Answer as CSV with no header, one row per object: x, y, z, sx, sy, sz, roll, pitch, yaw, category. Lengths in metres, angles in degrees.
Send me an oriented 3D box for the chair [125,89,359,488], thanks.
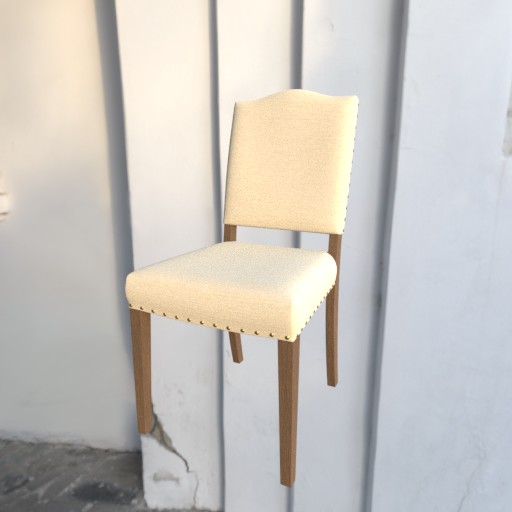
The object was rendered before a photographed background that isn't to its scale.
0.000,0.000,1.358,0.508,1.015,0.619,7,16,26,chair
